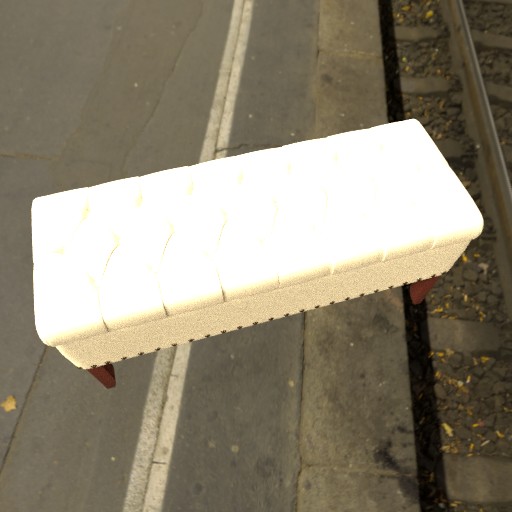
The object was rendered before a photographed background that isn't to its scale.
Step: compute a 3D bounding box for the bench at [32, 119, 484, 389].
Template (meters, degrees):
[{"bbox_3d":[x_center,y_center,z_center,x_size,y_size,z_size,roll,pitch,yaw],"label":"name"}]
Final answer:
[{"bbox_3d":[0.000,0.000,1.259,1.054,0.470,0.400,-14,60,-8],"label":"bench"}]
